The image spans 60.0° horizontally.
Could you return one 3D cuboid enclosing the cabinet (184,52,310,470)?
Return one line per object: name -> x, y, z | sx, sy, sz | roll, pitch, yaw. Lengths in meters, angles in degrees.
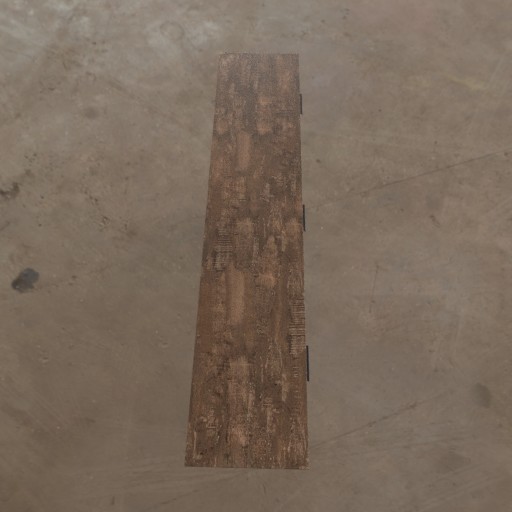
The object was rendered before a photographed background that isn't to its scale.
cabinet -> 0.000, 0.000, 2.086 | 0.395, 0.762, 1.800 | 1, 65, 1
